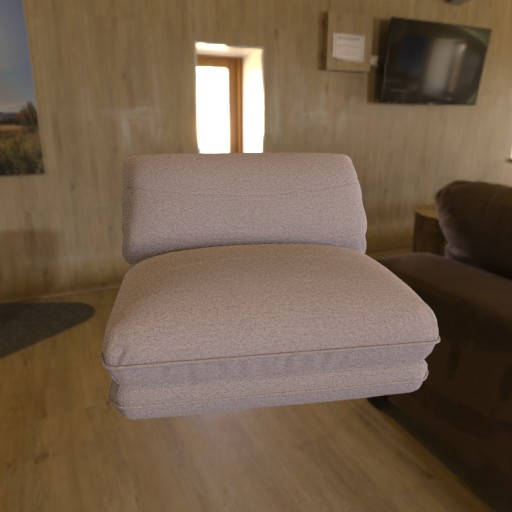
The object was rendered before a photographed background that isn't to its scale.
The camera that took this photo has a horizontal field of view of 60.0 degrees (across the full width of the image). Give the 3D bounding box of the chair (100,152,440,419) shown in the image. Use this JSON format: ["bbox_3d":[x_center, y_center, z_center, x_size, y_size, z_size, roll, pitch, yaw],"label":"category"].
[{"bbox_3d":[0.000,0.000,1.336,0.820,0.580,0.780,-3,16,-9],"label":"chair"}]
